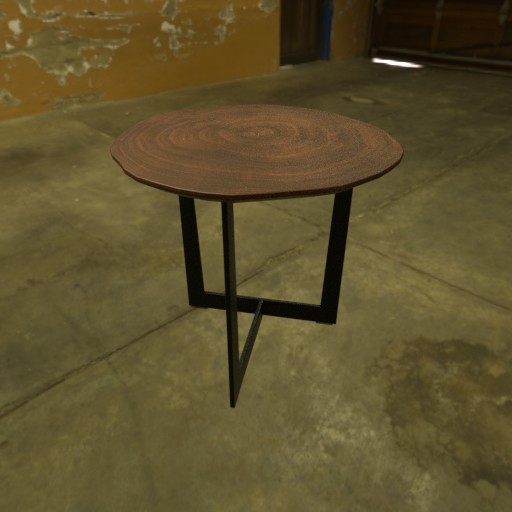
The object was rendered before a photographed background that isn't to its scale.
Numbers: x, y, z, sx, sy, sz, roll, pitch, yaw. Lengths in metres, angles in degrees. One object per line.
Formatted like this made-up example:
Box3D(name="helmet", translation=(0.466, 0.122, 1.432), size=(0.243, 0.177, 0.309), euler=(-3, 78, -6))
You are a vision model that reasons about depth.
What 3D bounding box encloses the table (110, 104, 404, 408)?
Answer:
Box3D(name="table", translation=(0.000, 0.000, 0.882), size=(0.477, 0.476, 0.494), euler=(1, 31, 1))
